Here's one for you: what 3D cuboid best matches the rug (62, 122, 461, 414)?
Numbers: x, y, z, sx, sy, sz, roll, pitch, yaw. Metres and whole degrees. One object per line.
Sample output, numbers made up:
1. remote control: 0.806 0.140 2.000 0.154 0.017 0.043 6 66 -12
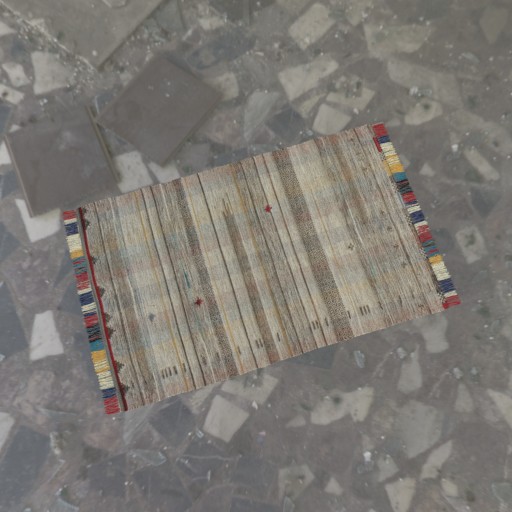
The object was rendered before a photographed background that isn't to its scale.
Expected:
1. rug: 0.000 0.000 3.062 2.465 0.012 1.465 -17 76 -4
